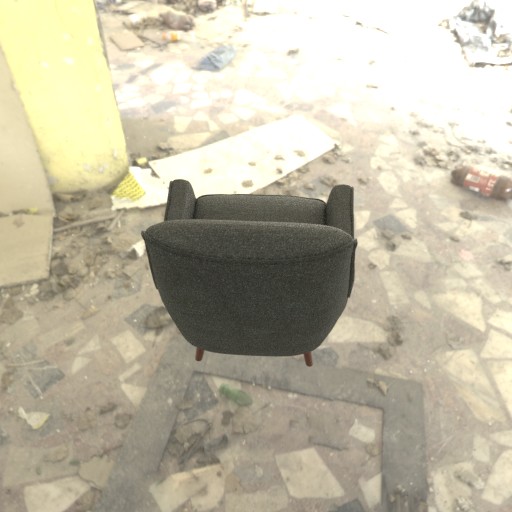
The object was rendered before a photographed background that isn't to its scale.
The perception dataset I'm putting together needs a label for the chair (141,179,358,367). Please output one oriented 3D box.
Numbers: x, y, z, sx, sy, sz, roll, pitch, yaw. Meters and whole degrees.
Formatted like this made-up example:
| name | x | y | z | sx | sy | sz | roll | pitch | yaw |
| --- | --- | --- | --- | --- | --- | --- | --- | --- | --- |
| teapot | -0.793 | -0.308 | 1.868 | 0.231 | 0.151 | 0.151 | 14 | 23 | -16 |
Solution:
| name | x | y | z | sx | sy | sz | roll | pitch | yaw |
| --- | --- | --- | --- | --- | --- | --- | --- | --- | --- |
| chair | 0.000 | 0.000 | 1.580 | 0.763 | 0.883 | 0.859 | 2 | 46 | 2 |
